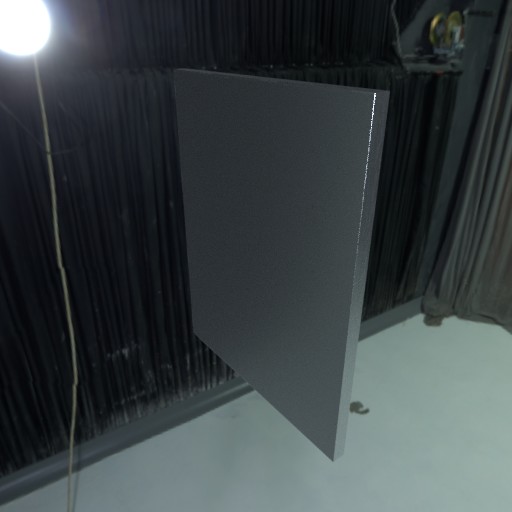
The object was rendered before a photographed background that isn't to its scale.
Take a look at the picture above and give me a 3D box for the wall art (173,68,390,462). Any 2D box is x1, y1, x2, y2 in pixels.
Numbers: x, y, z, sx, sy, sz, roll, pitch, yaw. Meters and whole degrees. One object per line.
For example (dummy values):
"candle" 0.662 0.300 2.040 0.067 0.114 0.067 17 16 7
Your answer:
"wall art" 0.000 0.000 0.759 0.025 0.569 0.444 -19 32 -33
